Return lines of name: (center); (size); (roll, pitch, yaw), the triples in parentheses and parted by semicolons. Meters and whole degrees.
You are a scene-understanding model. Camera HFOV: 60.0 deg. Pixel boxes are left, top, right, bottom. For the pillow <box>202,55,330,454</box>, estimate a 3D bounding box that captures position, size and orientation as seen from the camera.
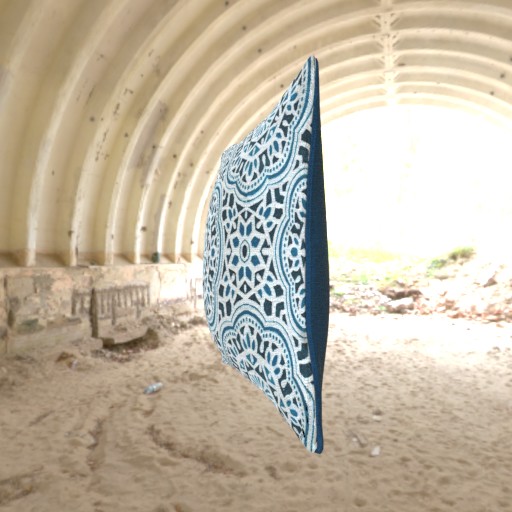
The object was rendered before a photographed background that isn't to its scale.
pillow: (0.000, 0.000, 0.670); (0.145, 0.420, 0.440); (0, 0, -17)
